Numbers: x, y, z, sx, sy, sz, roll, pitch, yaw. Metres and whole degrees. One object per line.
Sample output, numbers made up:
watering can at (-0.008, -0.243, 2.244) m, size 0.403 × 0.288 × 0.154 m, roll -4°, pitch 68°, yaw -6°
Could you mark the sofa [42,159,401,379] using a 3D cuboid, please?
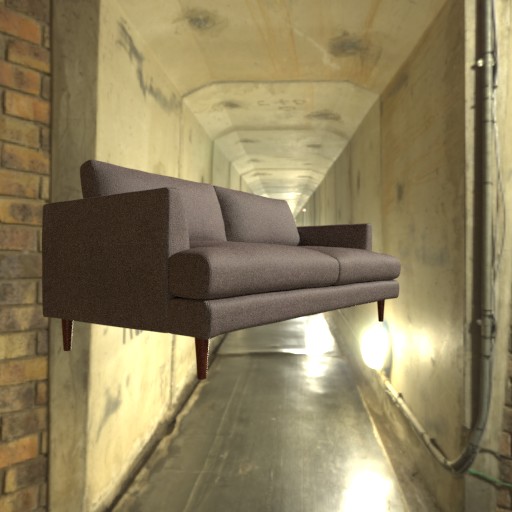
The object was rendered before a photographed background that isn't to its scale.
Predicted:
sofa at (0.000, 0.000, 2.488) m, size 1.020 × 0.868 × 1.948 m, roll 0°, pitch -1°, yaw 36°
